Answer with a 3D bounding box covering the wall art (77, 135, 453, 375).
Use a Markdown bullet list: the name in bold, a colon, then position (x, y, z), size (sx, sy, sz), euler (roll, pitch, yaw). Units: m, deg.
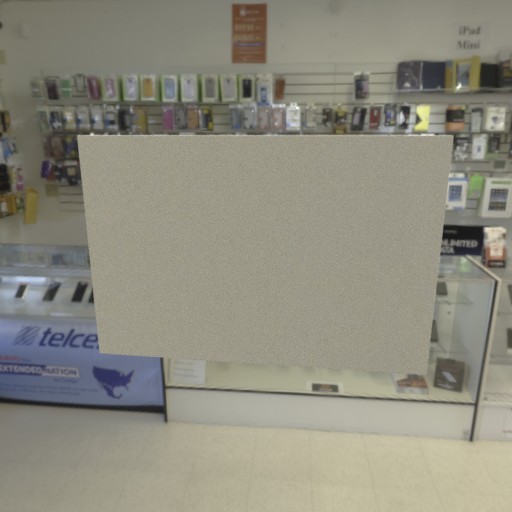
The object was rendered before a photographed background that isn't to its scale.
- **wall art**: position (0.000, 0.000, 1.146), size (0.898, 0.601, 0.038), euler (2, 16, 7)
